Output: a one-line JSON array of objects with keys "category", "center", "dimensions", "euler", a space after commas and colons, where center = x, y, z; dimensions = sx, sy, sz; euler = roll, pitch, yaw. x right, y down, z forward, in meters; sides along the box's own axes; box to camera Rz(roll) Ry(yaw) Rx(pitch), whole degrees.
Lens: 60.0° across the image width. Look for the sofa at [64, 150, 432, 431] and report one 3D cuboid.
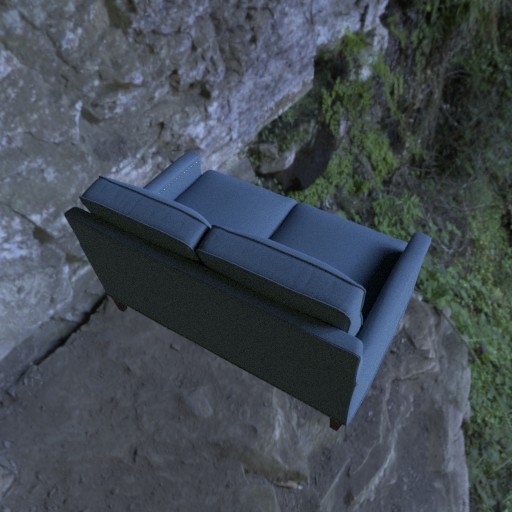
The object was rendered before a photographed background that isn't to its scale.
[{"category": "sofa", "center": [0.000, 0.000, 2.394], "dimensions": [1.597, 1.003, 1.084], "euler": [24, 50, 21]}]
